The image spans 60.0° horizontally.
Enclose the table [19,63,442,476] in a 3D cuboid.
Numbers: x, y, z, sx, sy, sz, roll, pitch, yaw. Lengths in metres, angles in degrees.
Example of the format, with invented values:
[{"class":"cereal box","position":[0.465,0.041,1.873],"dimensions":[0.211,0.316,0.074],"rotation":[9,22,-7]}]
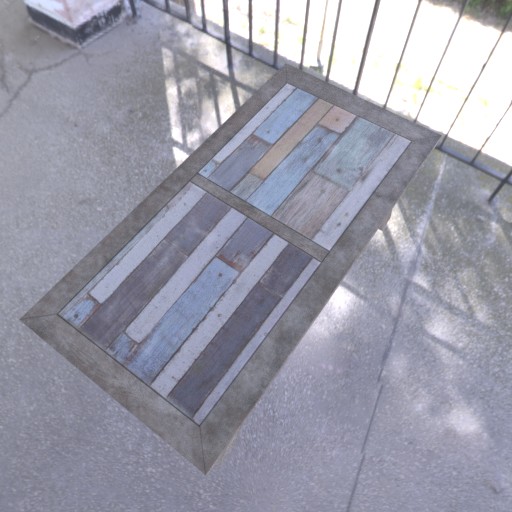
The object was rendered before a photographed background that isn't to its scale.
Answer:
[{"class":"table","position":[0.000,0.000,1.487],"dimensions":[0.610,0.470,1.219],"rotation":[32,66,17]}]
